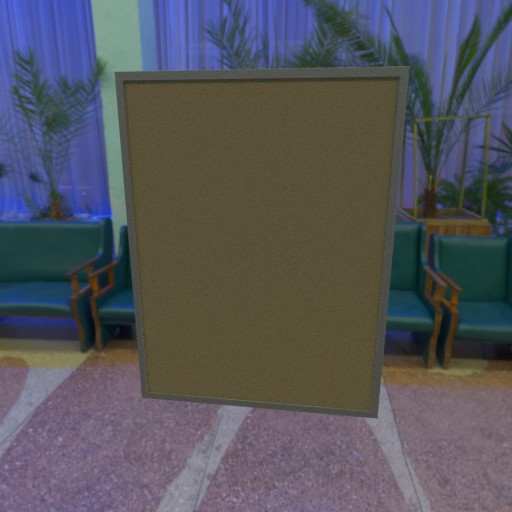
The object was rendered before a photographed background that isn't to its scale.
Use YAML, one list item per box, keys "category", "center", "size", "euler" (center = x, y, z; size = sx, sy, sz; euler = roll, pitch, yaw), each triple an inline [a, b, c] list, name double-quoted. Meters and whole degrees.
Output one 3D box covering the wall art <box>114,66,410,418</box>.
- category: "wall art"
  center: [0.000, 0.000, 1.337]
  size: [0.789, 1.042, 0.034]
  euler: [2, 17, 8]
